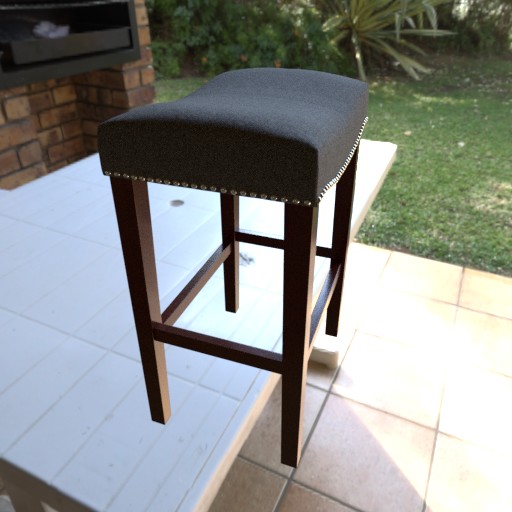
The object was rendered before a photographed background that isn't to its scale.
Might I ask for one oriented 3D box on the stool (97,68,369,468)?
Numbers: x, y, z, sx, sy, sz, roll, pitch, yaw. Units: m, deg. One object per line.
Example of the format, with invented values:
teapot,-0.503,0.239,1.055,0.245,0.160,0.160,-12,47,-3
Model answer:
stool,0.000,0.000,1.018,0.372,0.742,0.504,11,33,17
